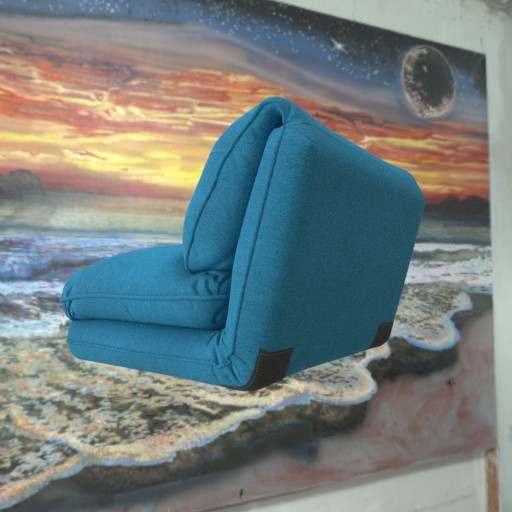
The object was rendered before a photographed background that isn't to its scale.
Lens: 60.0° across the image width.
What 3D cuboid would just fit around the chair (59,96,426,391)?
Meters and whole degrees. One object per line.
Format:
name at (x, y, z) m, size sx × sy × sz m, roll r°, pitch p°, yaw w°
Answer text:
chair at (0.000, 0.000, 1.306) m, size 0.780 × 0.580 × 0.820 m, roll -2°, pitch -3°, yaw 36°
